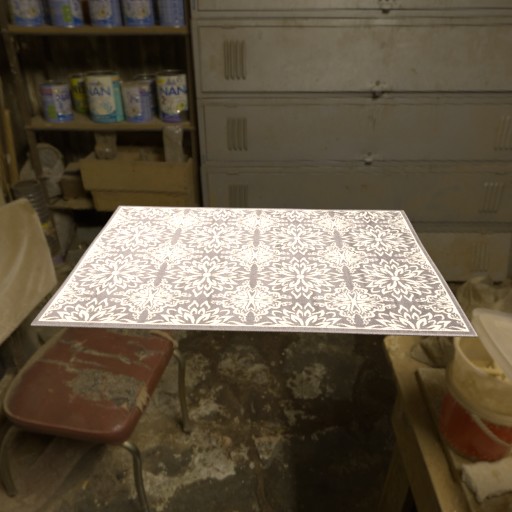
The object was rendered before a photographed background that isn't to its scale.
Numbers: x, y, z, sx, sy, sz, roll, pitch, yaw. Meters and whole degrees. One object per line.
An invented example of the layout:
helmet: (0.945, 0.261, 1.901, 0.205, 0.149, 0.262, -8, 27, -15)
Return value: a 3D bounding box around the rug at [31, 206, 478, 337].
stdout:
rug: (0.000, 0.000, 2.350, 1.847, 0.012, 1.224, 1, 30, 2)
